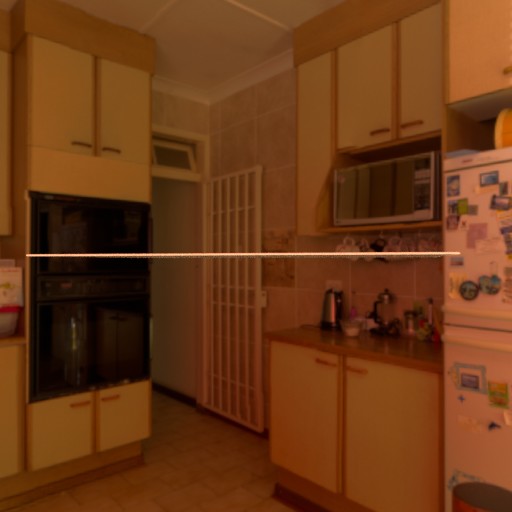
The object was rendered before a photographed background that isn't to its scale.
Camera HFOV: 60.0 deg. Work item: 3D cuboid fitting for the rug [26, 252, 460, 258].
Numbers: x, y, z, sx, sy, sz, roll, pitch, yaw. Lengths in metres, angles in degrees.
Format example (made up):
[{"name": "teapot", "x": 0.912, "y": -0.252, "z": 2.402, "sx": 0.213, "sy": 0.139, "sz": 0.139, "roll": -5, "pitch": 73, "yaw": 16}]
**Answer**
[{"name": "rug", "x": 0.000, "y": 0.000, "z": 2.334, "sx": 1.828, "sy": 0.007, "sz": 1.220, "roll": 0, "pitch": -1, "yaw": 18}]
